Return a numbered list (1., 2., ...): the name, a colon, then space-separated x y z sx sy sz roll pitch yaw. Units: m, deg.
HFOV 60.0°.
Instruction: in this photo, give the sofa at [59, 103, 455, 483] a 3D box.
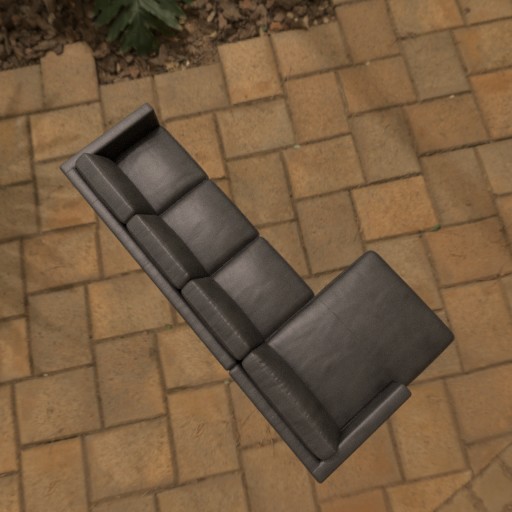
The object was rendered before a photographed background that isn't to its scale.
1. sofa: 0.000 0.000 3.799 1.581 0.883 3.203 -40 79 -9
